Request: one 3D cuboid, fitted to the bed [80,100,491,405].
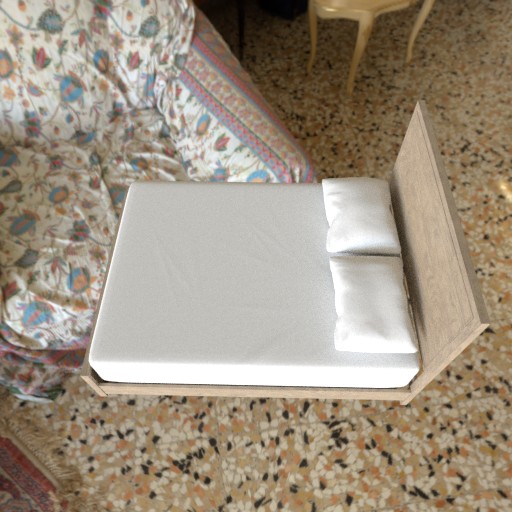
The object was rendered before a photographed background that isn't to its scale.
[{"bbox_3d":[0.000,0.000,3.061,2.189,1.369,1.606,1,57,1],"label":"bed"}]
